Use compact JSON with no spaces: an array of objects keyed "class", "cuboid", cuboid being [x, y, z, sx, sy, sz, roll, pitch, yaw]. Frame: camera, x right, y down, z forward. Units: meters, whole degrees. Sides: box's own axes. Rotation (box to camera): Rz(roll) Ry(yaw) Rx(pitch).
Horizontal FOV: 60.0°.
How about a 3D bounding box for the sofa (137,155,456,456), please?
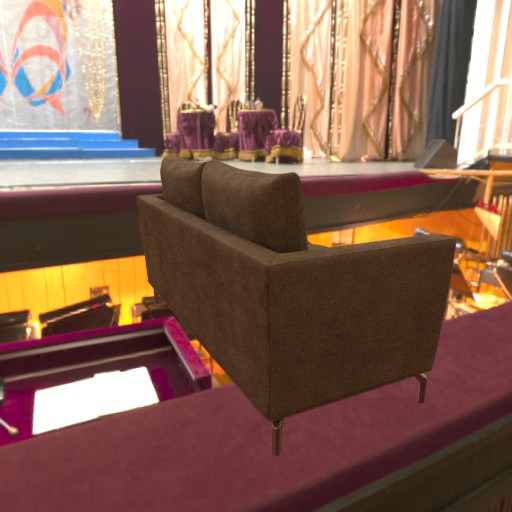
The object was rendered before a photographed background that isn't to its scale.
[{"class":"sofa","cuboid":[0.000,0.000,2.377,0.855,1.013,1.832,-8,17,-26]}]
